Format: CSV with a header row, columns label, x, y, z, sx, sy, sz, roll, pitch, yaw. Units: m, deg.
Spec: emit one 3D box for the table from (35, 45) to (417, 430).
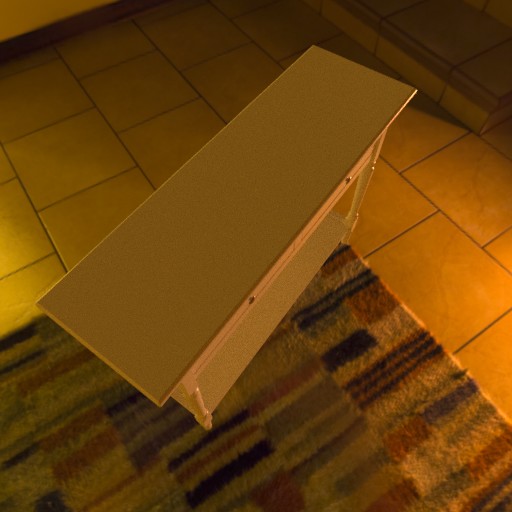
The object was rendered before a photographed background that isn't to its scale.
label,x,y,z,sx,sy,sz,roll,pitch,yaw
table,0.000,0.000,1.543,0.386,0.814,1.191,32,64,18
